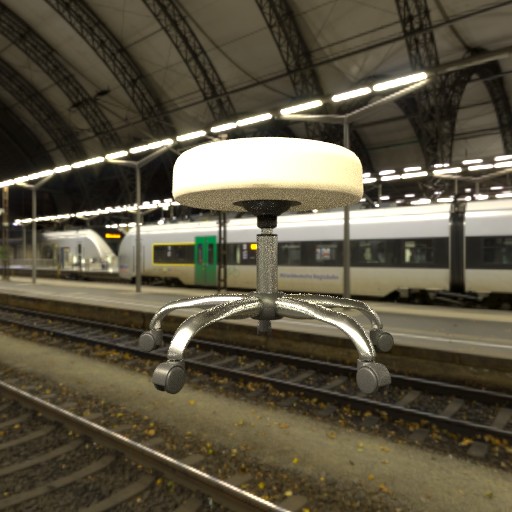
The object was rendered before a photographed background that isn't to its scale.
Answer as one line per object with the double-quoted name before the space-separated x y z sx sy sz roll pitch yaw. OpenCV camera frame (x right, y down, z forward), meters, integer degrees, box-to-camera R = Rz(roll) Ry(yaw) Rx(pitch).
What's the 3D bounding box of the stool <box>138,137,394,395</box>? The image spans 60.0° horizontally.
"stool" 0.000 0.000 1.037 0.614 0.482 0.634 0 0 18
